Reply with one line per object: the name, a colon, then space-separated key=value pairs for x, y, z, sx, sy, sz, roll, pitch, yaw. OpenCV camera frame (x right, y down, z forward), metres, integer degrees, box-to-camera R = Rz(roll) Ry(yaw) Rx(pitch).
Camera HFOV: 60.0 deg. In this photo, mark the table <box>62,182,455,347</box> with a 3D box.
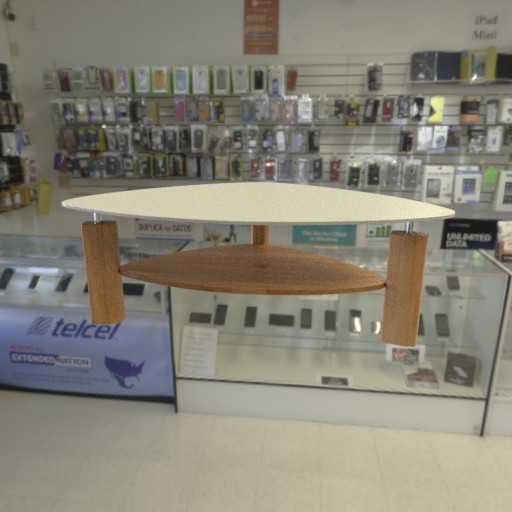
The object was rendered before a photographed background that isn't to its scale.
table: x=0.000 y=0.000 z=1.640 sx=1.250 sy=0.440 sz=0.850 roll=3 pitch=17 yaw=9
